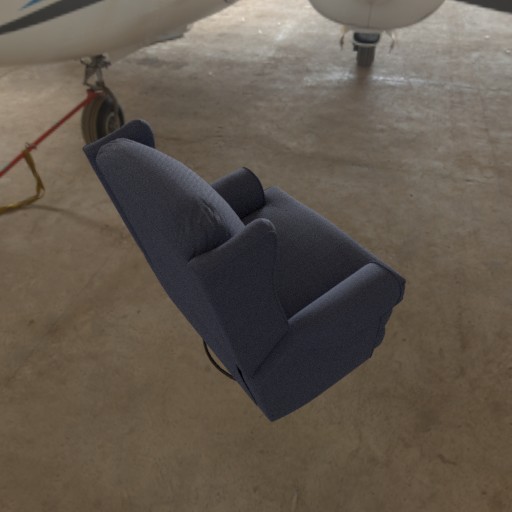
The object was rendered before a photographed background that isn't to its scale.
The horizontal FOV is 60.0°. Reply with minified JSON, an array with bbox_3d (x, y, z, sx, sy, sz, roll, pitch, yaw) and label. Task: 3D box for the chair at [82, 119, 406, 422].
[{"bbox_3d":[0.000,0.000,1.713,0.877,1.020,0.971,-27,49,-26],"label":"chair"}]
